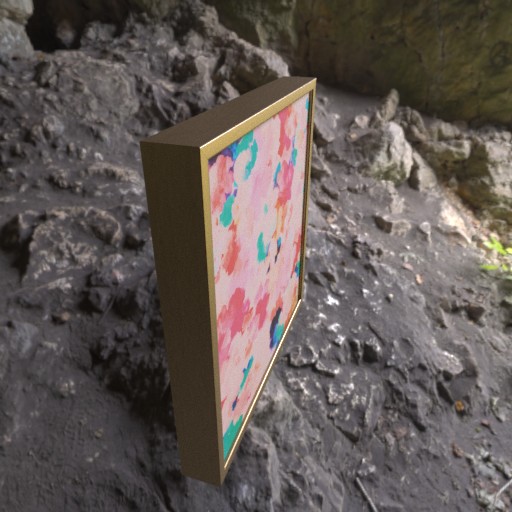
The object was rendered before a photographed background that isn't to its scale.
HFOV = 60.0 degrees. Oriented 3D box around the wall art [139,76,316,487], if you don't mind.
[{"bbox_3d":[0.000,0.000,0.451,0.038,0.305,0.304,10,30,17],"label":"wall art"}]
